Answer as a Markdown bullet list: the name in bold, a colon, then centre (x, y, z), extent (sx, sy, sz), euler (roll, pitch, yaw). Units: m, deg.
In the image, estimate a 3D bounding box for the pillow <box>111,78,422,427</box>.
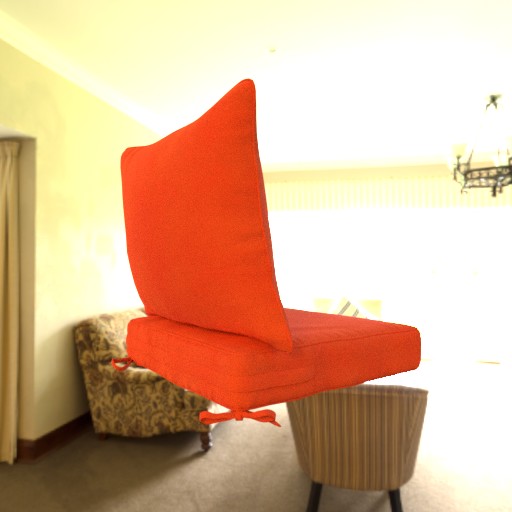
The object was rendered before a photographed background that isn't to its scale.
- **pillow**: centre (0.000, 0.000, 1.362), extent (0.733, 0.725, 0.798), euler (0, -1, -35)
